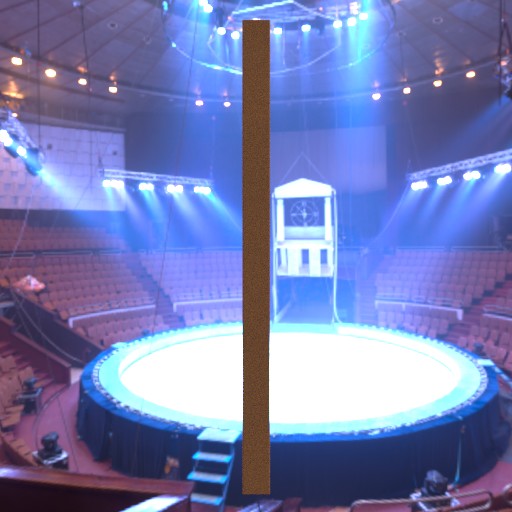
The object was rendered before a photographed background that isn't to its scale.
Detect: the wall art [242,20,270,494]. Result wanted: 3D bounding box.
[{"bbox_3d":[0.000,0.000,0.819,0.037,0.606,0.508,0,1,0],"label":"wall art"}]
